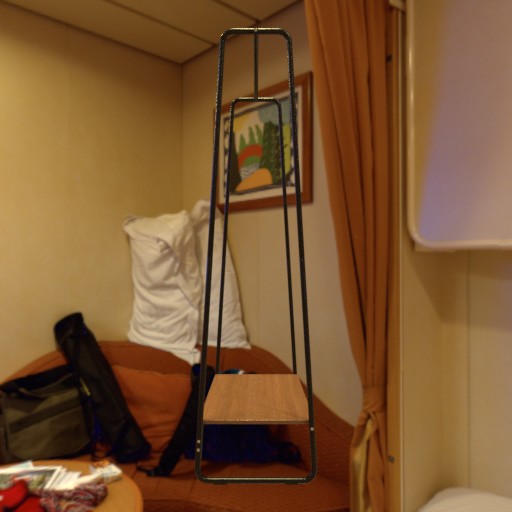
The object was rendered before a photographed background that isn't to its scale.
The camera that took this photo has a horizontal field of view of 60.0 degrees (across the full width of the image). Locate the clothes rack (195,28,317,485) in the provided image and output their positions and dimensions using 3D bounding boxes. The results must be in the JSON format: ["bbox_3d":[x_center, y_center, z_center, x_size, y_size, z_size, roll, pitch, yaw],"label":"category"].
[{"bbox_3d":[0.000,0.000,1.769,0.400,1.500,0.640,0,-1,0],"label":"clothes rack"}]
